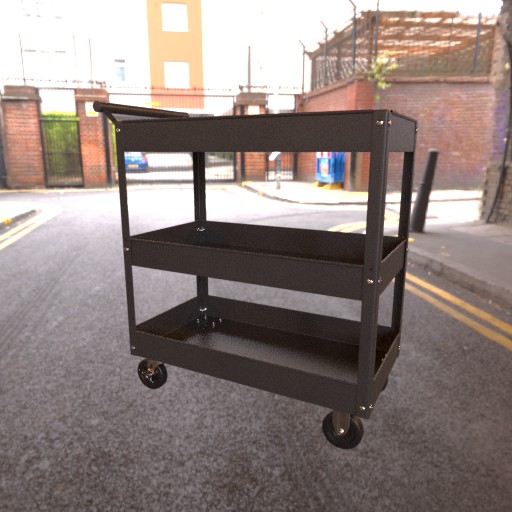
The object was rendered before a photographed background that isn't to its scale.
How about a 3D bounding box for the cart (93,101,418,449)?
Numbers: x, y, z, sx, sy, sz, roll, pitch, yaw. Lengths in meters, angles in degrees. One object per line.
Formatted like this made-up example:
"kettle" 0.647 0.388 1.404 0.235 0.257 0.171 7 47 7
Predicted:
"cart" 0.000 0.000 1.173 0.719 0.780 0.366 7 15 27
